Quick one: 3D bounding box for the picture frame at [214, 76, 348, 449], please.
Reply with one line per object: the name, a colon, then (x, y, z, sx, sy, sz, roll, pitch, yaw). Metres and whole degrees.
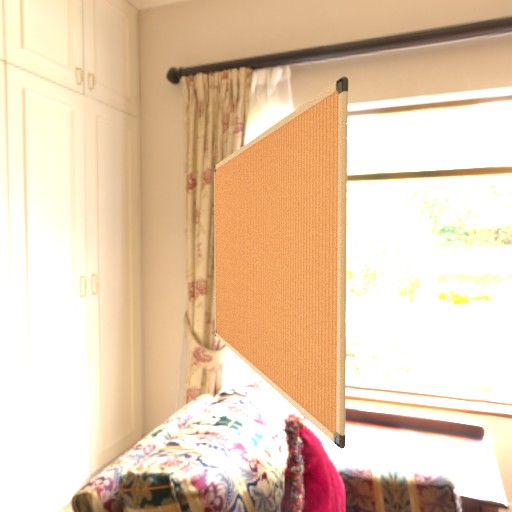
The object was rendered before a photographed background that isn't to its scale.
picture frame: (0.000, 0.000, 1.132, 0.010, 0.600, 0.900, -1, 2, -18)
